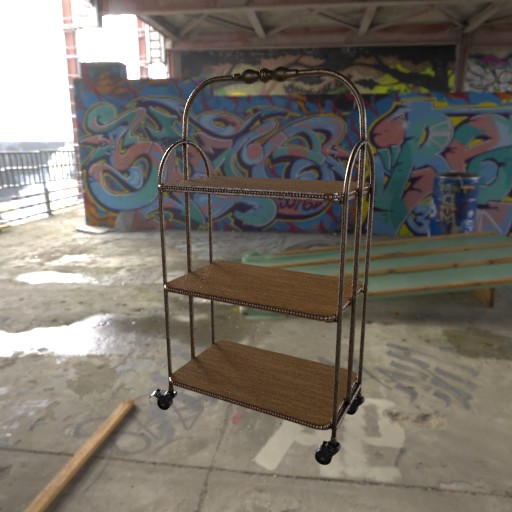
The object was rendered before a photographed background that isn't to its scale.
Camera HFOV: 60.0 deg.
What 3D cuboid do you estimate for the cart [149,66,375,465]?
[{"bbox_3d":[0.000,0.000,1.336,0.650,1.052,0.330,8,16,27],"label":"cart"}]
